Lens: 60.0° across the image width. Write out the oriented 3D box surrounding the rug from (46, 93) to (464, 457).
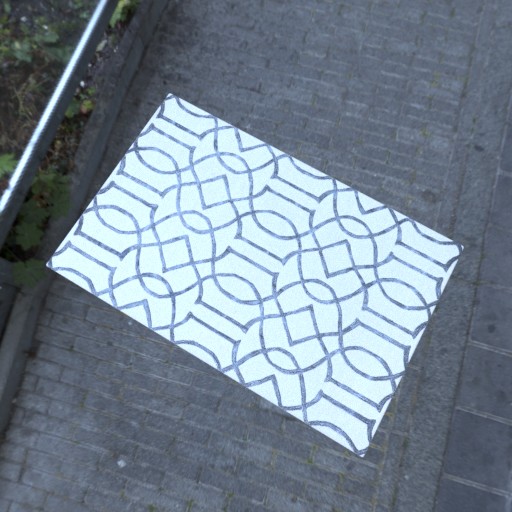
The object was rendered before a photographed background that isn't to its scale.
[{"bbox_3d":[0.000,0.000,2.973,2.365,0.017,1.521,29,77,7],"label":"rug"}]
